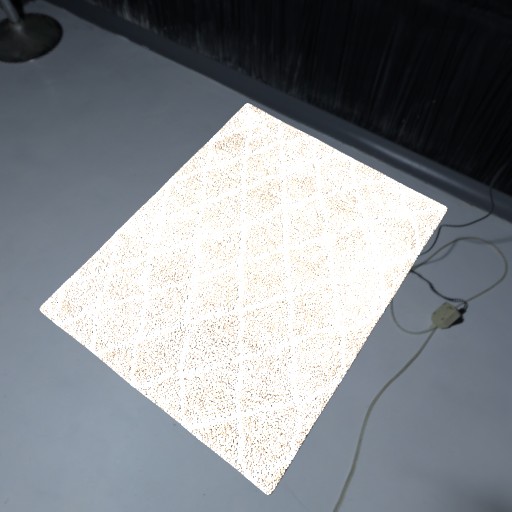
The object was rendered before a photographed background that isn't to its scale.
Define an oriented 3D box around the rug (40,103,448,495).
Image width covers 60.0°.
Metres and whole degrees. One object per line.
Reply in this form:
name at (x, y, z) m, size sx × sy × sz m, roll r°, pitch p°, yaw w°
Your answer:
rug at (0.000, 0.000, 4.074) m, size 2.438 × 0.029 × 3.047 m, roll 32°, pitch 67°, yaw 16°
